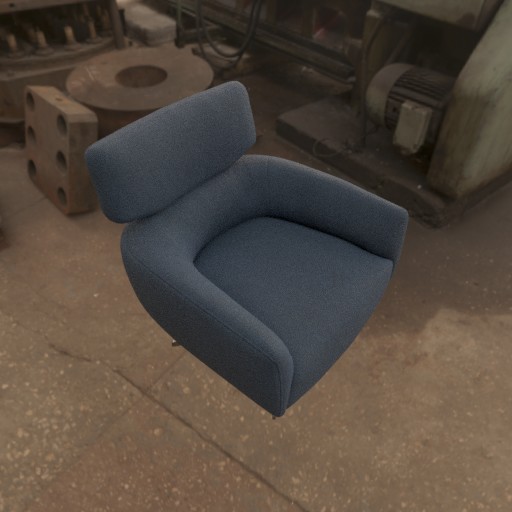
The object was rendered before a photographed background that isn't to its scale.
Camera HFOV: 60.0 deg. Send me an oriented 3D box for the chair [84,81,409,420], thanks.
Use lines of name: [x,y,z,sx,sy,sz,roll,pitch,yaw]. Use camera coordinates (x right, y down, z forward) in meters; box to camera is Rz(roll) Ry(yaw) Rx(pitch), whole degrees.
chair: [0.000,0.000,1.426,0.761,0.813,0.738,28,49,27]
